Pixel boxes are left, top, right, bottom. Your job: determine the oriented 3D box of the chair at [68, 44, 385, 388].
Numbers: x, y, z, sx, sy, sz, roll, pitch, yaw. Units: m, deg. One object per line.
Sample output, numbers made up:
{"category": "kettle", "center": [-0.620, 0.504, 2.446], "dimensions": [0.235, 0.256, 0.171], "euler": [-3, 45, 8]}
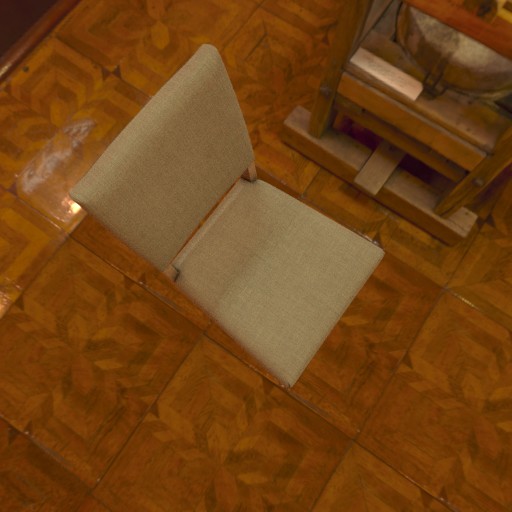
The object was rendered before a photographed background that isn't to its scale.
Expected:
{"category": "chair", "center": [0.000, 0.000, 1.331], "dimensions": [0.622, 0.986, 0.508], "euler": [36, 79, 8]}
